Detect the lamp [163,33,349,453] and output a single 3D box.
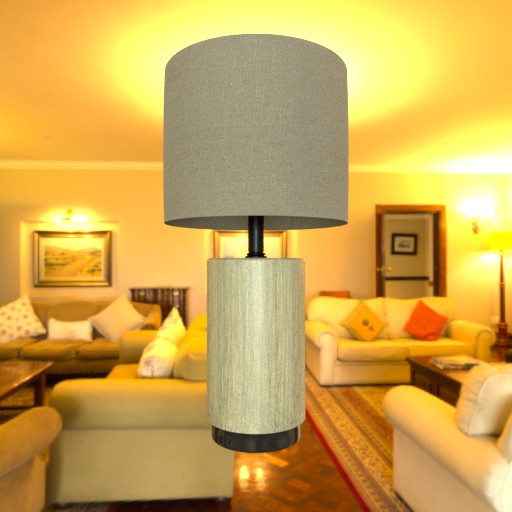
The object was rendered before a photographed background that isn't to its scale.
[{"bbox_3d":[0.000,0.000,0.555,0.228,0.444,0.228,0,-1,37],"label":"lamp"}]
